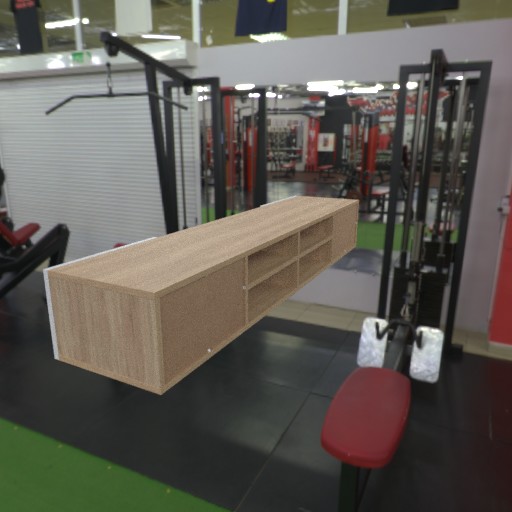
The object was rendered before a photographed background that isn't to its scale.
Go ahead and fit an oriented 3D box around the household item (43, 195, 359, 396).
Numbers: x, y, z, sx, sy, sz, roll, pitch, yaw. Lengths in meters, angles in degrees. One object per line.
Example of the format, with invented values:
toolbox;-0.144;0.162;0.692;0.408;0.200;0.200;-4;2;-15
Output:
household item;0.000;0.000;2.026;0.420;0.310;1.850;8;17;27
